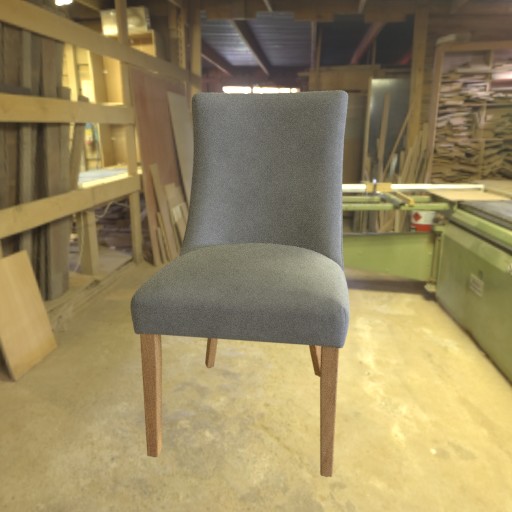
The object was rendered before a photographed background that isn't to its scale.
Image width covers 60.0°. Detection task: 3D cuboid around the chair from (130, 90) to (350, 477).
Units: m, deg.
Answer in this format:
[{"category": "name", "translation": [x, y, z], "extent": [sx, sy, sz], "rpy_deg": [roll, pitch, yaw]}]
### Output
[{"category": "chair", "translation": [0.000, 0.000, 1.222], "extent": [0.495, 0.902, 0.610], "rpy_deg": [2, 15, 9]}]
